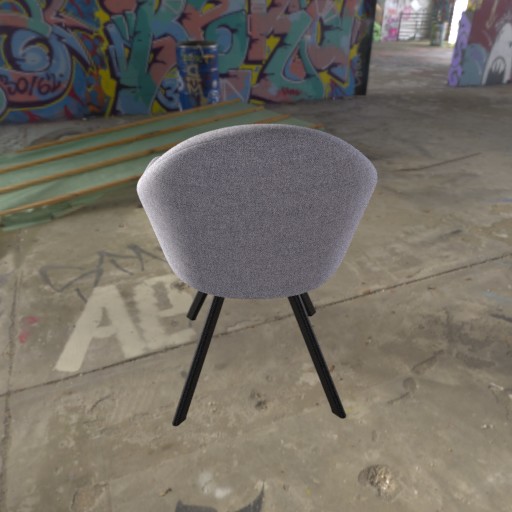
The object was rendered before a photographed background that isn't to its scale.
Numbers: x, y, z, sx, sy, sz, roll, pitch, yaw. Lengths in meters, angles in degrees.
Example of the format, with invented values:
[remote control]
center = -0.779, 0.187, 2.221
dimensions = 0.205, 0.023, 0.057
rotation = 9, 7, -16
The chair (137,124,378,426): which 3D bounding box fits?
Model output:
[chair]
center = 0.000, 0.000, 1.146
dimensions = 0.540, 0.780, 0.570
rotation = -2, 29, -3
